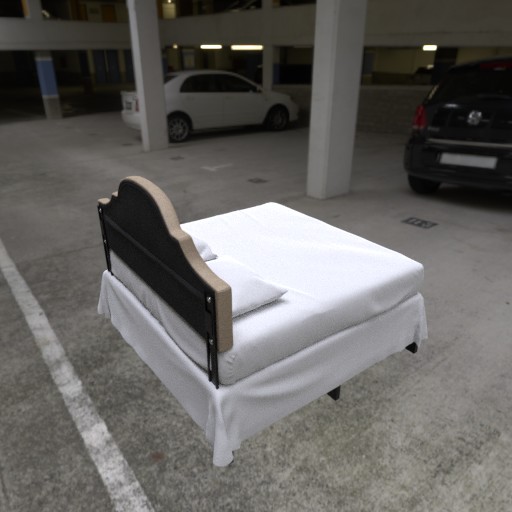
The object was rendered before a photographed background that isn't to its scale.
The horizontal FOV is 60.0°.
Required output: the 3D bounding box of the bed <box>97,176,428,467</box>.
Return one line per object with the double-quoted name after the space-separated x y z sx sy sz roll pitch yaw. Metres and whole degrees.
0.000 0.000 3.761 2.222 1.631 2.303 -17 31 -32 "bed"
